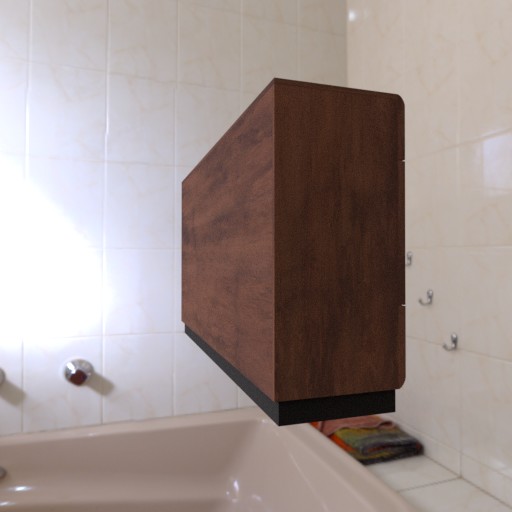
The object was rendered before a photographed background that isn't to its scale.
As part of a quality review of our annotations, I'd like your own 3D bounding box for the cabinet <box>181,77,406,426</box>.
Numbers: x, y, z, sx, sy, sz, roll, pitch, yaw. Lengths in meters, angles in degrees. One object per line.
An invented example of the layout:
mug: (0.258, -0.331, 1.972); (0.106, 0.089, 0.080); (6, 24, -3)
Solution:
cabinet: (0.000, 0.000, 1.959); (0.420, 0.900, 1.600); (0, -1, -18)
